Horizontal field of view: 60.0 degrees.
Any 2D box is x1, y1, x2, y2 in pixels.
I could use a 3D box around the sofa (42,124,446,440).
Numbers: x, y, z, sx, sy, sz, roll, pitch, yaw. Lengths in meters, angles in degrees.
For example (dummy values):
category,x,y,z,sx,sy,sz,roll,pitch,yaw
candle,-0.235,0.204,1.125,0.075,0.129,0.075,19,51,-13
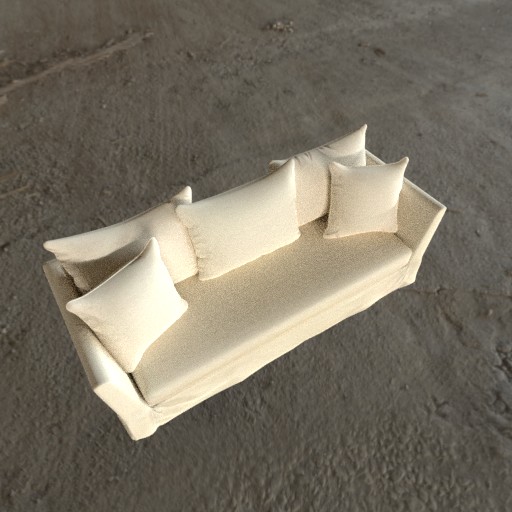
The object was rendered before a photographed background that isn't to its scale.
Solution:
category,x,y,z,sx,sy,sz,roll,pitch,yaw
sofa,0.000,0.000,3.027,2.484,1.042,1.030,-25,52,-21
